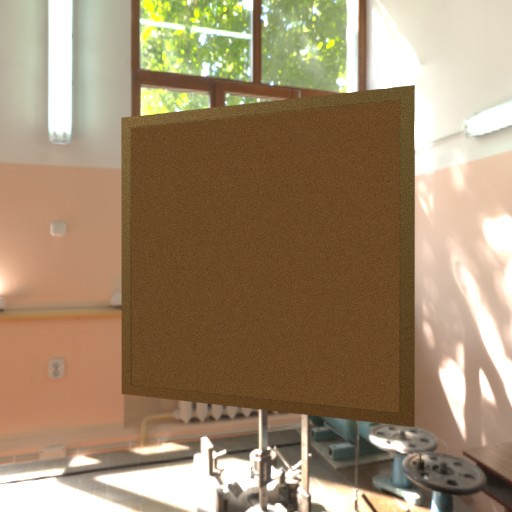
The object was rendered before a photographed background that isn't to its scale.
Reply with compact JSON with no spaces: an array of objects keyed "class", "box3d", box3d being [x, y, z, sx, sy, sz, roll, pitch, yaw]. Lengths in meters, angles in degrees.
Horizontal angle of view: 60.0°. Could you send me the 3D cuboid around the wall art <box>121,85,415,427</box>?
[{"class":"wall art","box3d":[0.000,0.000,1.907,1.284,1.284,0.095,0,0,18]}]
